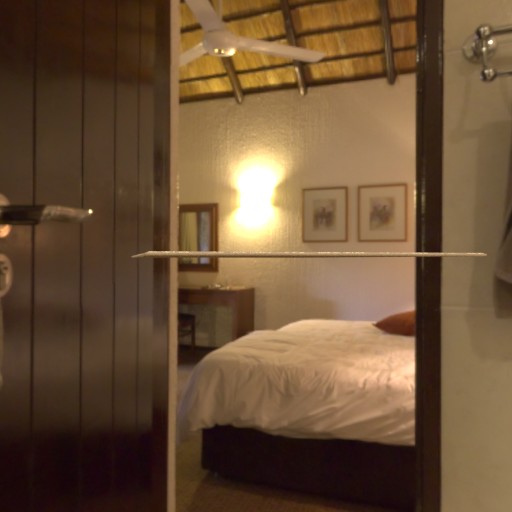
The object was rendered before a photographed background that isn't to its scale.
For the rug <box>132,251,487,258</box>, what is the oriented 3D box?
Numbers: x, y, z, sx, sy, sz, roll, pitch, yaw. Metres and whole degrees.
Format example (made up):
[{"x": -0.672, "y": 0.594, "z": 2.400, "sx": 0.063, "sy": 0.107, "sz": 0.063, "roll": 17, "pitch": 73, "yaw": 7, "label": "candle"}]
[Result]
[{"x": 0.000, "y": 0.000, "z": 3.473, "sx": 1.819, "sy": 0.018, "sz": 2.746, "roll": 0, "pitch": 0, "yaw": -17, "label": "rug"}]
